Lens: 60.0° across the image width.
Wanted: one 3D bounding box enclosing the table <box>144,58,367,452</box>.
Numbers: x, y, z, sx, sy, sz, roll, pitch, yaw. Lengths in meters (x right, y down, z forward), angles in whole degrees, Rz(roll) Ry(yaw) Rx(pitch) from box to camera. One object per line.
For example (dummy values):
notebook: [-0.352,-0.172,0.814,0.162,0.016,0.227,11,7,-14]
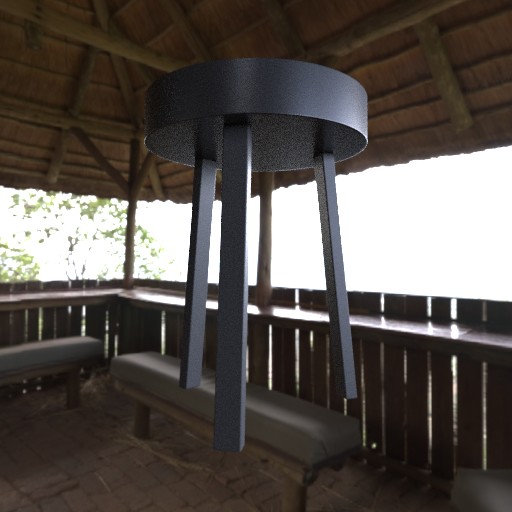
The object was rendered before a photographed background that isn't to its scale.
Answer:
table: [0.000,0.000,0.830,0.406,0.559,0.406,0,-1,0]
